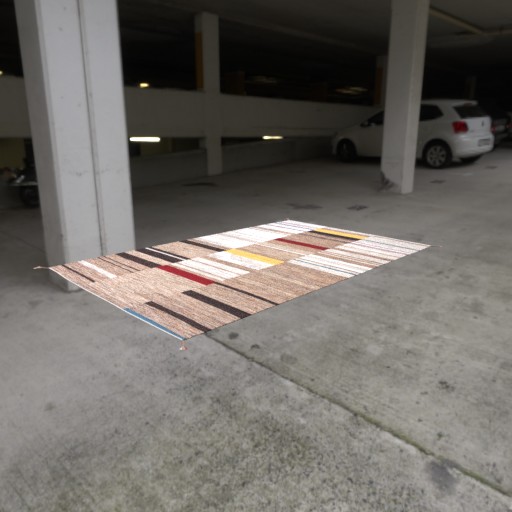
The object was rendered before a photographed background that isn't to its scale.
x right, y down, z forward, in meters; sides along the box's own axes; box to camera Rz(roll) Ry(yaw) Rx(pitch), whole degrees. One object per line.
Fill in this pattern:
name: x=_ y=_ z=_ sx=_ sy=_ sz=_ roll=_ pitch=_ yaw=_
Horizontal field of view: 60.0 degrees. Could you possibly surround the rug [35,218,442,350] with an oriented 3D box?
rug: x=0.000 y=0.000 z=2.433 sx=1.918 sy=0.007 sz=1.268 roll=-15 pitch=21 yaw=-42
